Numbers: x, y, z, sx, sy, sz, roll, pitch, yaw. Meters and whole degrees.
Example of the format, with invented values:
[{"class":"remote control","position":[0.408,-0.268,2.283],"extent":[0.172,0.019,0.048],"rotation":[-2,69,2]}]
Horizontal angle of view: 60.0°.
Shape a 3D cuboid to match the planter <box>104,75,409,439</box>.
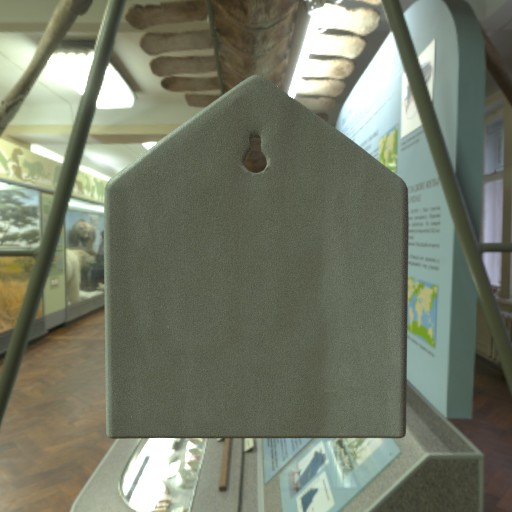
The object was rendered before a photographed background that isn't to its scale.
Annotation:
[{"class":"planter","position":[0.000,0.000,0.274],"extent":[0.163,0.194,0.080],"rotation":[0,2,0]}]
